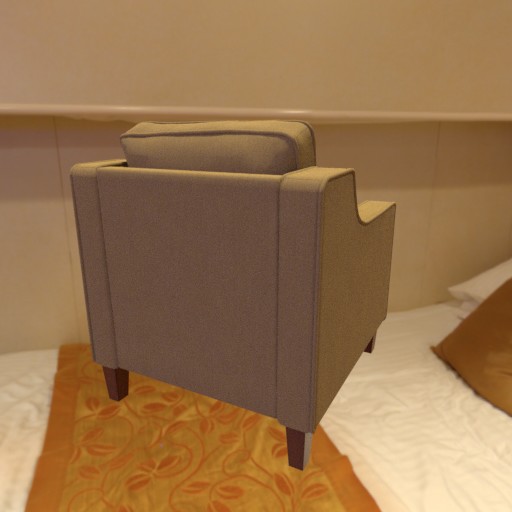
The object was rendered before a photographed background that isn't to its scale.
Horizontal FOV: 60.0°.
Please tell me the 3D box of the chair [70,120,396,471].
[{"bbox_3d":[0.000,0.000,1.654,0.831,0.960,0.909,8,18,27],"label":"chair"}]
